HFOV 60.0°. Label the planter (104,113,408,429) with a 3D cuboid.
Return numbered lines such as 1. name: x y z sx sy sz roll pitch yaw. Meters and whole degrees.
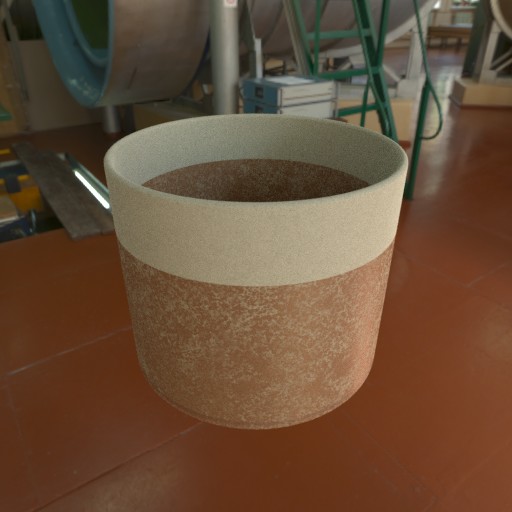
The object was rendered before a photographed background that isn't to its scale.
1. planter: 0.000 0.000 0.274 0.159 0.138 0.159 0 30 0
